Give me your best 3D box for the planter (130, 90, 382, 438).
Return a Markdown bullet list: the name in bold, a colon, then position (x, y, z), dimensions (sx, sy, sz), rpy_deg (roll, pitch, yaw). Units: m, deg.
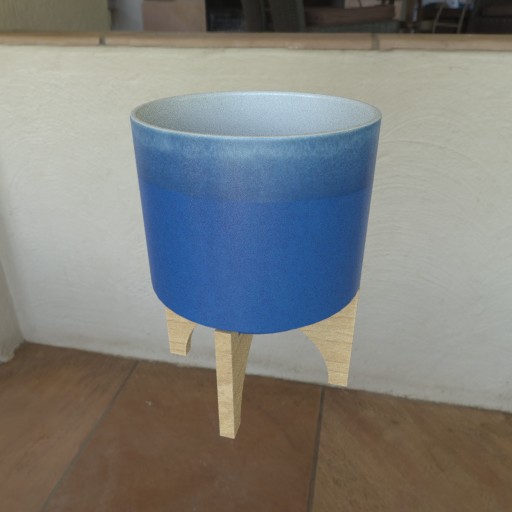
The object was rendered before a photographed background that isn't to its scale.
- **planter**: position (0.000, 0.000, 0.410), dimensions (0.192, 0.263, 0.192), rpy_deg (0, 28, 0)
